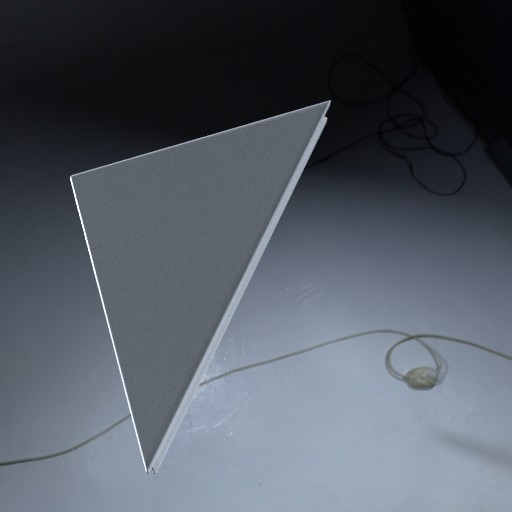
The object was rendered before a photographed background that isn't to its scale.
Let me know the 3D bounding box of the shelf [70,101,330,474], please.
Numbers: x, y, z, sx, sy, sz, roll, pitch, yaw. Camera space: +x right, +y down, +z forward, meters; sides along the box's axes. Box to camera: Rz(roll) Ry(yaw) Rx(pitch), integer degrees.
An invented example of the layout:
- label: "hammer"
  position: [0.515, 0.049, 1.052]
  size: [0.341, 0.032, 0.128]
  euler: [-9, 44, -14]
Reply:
- label: "shelf"
  position: [0.000, 0.000, 0.433]
  size: [0.296, 0.035, 0.296]
  euler: [-19, 65, -10]
